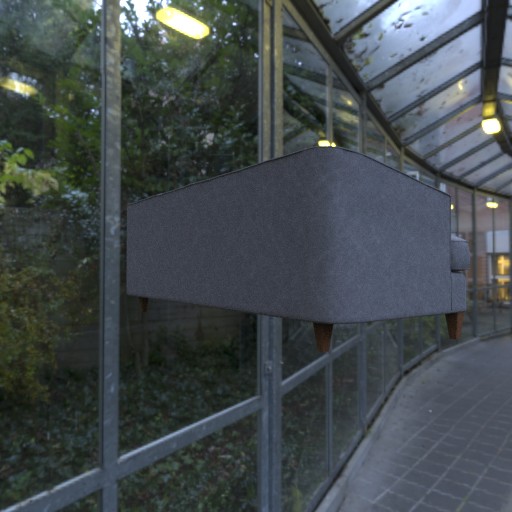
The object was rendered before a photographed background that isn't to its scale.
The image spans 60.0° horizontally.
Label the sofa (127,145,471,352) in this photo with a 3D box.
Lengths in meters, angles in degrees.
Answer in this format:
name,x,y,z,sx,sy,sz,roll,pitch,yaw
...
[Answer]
name,x,y,z,sx,sy,sz,roll,pitch,yaw
sofa,0.000,0.000,2.723,0.917,0.806,2.247,1,-2,-36
